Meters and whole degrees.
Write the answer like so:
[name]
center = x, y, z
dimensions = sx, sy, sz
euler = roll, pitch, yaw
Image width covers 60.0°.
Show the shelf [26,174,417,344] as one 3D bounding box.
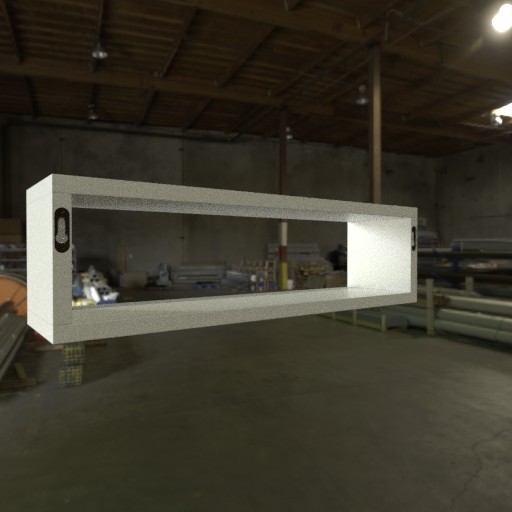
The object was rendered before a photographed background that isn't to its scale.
[shelf]
center = 0.000, 0.000, 0.681
dimensions = 0.610, 0.170, 0.150
euler = -1, 1, -36
